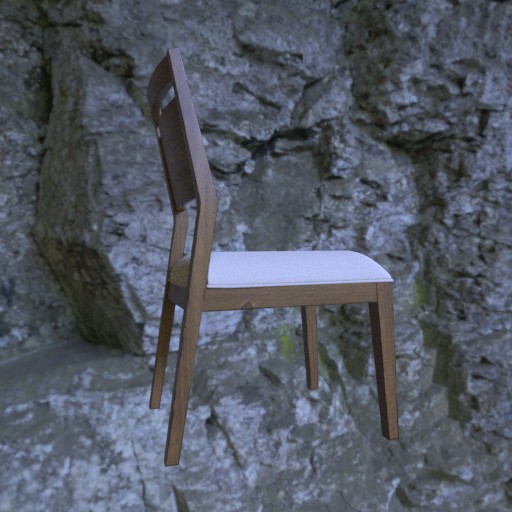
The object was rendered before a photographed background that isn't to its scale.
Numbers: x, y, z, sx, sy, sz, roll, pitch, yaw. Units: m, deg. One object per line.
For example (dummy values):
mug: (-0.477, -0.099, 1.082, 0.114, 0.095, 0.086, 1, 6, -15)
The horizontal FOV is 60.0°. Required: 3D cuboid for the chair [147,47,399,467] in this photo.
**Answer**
chair: (0.000, 0.000, 1.277, 0.610, 0.939, 0.497, 0, -1, -18)
